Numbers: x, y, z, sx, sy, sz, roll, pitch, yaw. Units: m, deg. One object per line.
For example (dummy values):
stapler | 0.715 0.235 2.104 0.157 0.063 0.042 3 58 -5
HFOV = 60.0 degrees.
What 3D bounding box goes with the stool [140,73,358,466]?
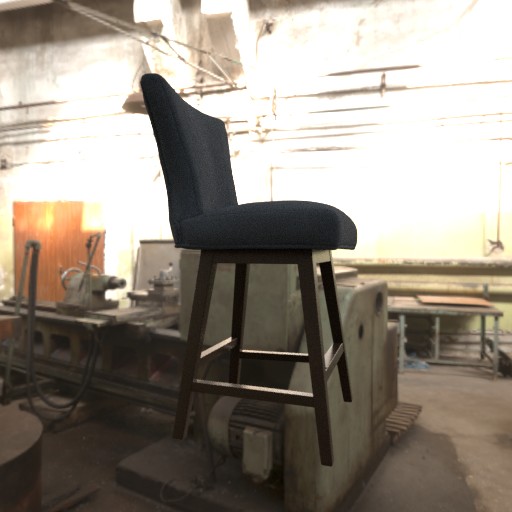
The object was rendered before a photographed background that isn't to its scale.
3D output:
stool | 0.000 0.000 1.366 0.574 1.000 0.514 0 1 18
